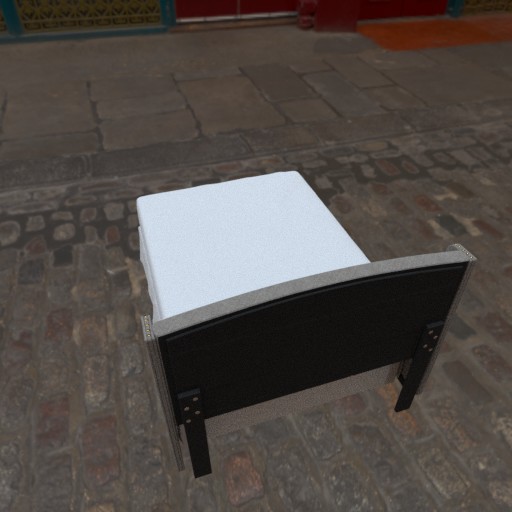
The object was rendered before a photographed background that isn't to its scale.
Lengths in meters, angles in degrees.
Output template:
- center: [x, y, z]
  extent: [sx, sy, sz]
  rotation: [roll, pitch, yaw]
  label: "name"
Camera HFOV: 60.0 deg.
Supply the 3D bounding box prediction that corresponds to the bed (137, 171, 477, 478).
- center: [0.000, 0.000, 3.279]
  extent: [1.710, 1.407, 2.237]
  rotation: [-12, 42, -14]
  label: "bed"
